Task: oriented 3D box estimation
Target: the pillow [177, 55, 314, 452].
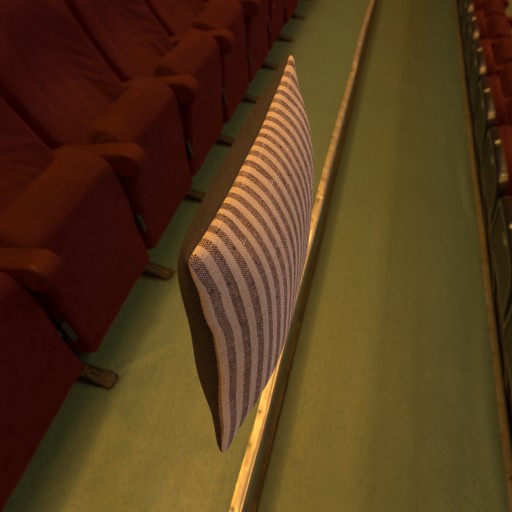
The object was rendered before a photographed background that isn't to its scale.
[{"bbox_3d":[0.000,0.000,0.796,0.166,0.506,0.523,11,48,10],"label":"pillow"}]
